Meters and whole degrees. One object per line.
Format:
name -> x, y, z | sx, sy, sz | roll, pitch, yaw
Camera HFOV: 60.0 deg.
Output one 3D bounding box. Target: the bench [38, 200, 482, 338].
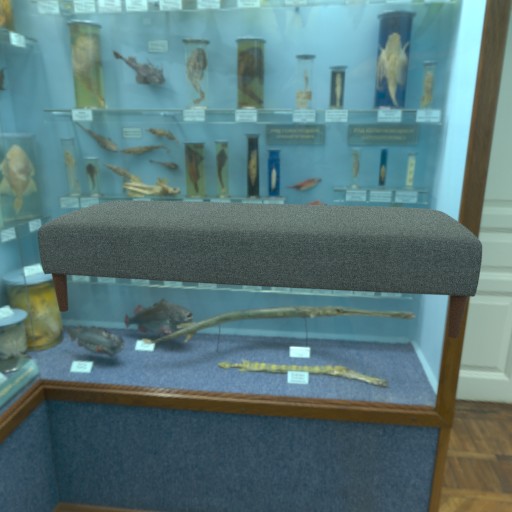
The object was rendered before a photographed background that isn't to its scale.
bench -> 0.000, 0.000, 1.875 | 1.598, 0.384, 0.631 | 3, 16, 9
